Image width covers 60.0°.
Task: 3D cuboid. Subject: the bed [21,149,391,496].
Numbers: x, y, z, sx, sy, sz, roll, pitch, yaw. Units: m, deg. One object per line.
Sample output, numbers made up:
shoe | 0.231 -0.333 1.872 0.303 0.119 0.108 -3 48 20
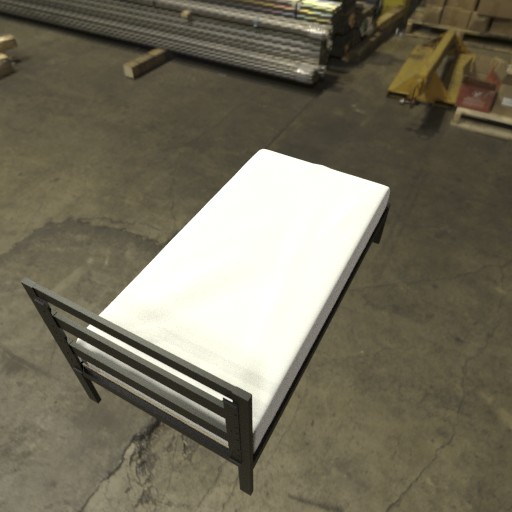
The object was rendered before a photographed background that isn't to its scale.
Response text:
bed | 0.000 0.000 2.441 0.991 0.967 1.930 22 50 19
